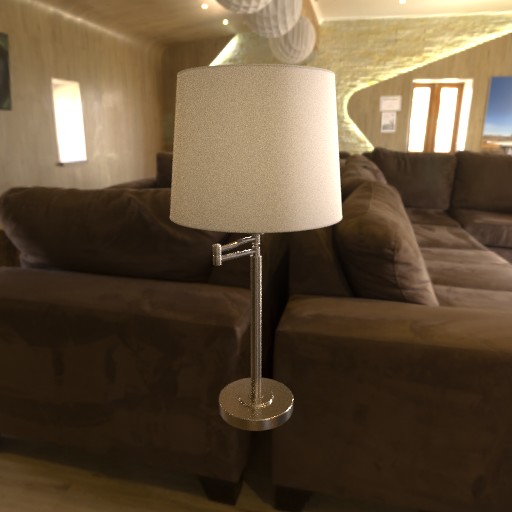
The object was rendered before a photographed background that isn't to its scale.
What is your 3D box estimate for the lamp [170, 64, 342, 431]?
[{"bbox_3d":[0.000,0.000,0.891,0.333,0.696,0.333,0,15,0],"label":"lamp"}]
